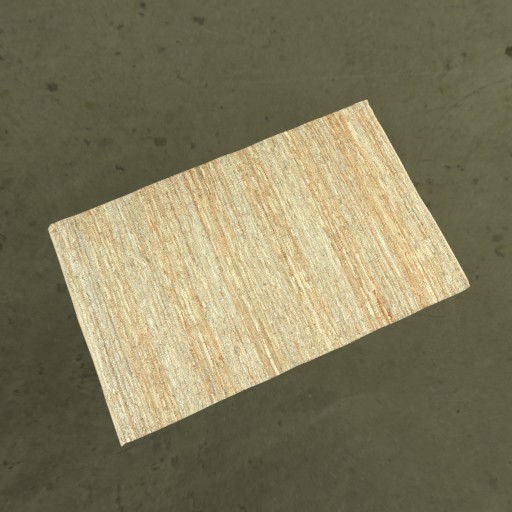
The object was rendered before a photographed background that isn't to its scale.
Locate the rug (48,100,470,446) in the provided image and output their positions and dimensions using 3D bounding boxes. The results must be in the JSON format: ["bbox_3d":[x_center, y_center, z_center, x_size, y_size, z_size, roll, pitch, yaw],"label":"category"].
[{"bbox_3d":[0.000,0.000,2.967,2.446,0.009,1.529,-23,77,-6],"label":"rug"}]
